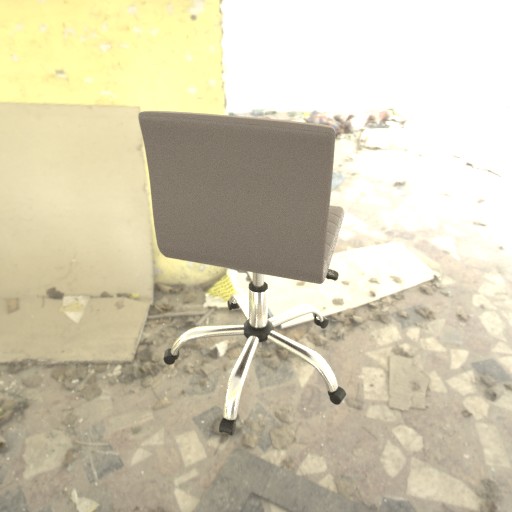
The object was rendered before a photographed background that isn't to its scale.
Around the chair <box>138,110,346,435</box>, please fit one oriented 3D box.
[{"bbox_3d":[0.000,0.000,1.147,0.556,0.780,0.530,9,33,15],"label":"chair"}]
